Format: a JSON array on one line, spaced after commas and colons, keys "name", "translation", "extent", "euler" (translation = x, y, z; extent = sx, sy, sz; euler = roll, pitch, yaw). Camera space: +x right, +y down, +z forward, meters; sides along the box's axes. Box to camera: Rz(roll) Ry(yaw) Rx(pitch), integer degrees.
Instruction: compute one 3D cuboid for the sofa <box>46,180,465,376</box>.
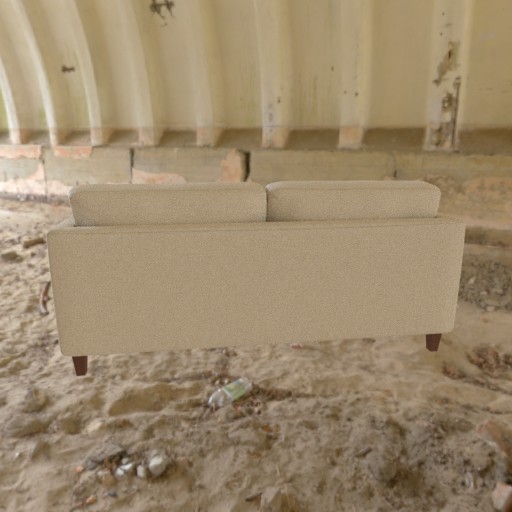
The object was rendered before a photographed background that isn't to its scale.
[{"name": "sofa", "translation": [0.000, 0.000, 2.543], "extent": [1.981, 0.889, 0.965], "euler": [-2, 14, -8]}]
